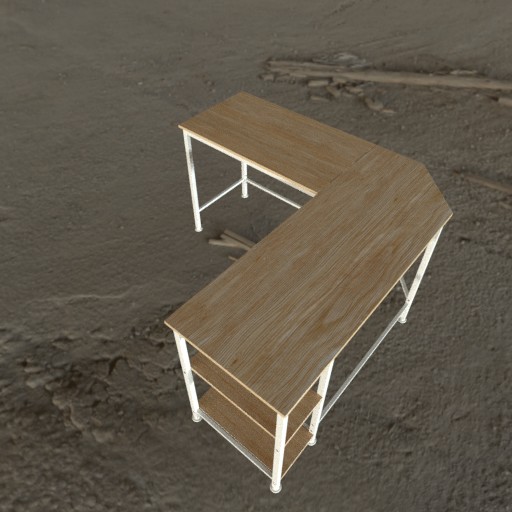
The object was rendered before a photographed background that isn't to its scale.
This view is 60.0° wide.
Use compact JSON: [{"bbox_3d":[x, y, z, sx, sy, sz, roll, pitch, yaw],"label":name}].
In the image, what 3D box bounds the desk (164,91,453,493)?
[{"bbox_3d":[0.000,0.000,2.166,1.379,0.739,1.379,31,54,27],"label":"desk"}]
